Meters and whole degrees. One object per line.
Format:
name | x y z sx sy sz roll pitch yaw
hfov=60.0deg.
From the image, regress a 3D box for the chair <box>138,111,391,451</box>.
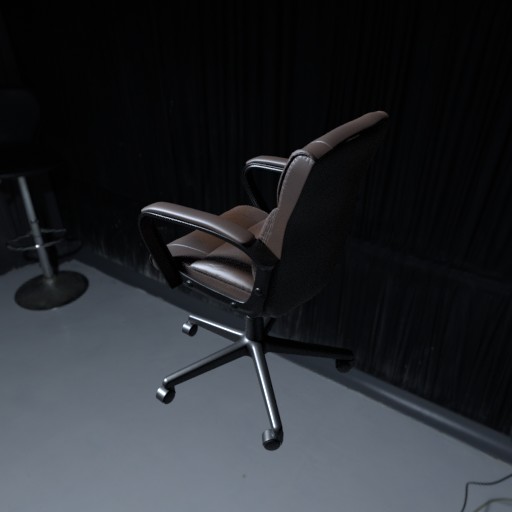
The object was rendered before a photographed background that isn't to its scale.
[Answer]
chair | 0.000 0.000 1.504 0.717 1.004 0.739 21 37 31
